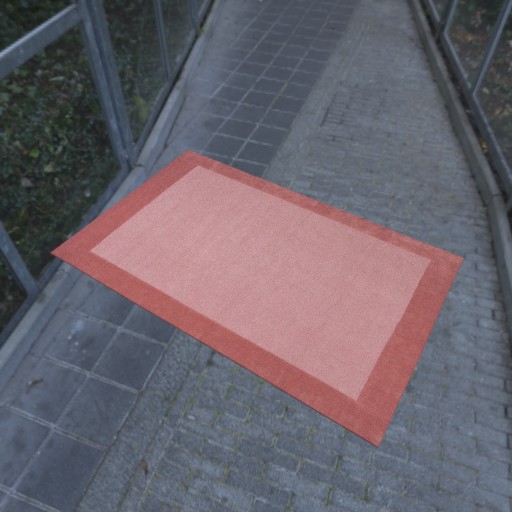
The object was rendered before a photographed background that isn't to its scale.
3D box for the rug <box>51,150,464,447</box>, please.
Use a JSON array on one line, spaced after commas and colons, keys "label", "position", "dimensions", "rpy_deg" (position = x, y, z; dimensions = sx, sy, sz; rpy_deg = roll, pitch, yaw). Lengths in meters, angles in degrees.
[{"label": "rug", "position": [0.000, 0.000, 3.080], "dimensions": [2.438, 0.014, 1.524], "rpy_deg": [25, 52, 22]}]
